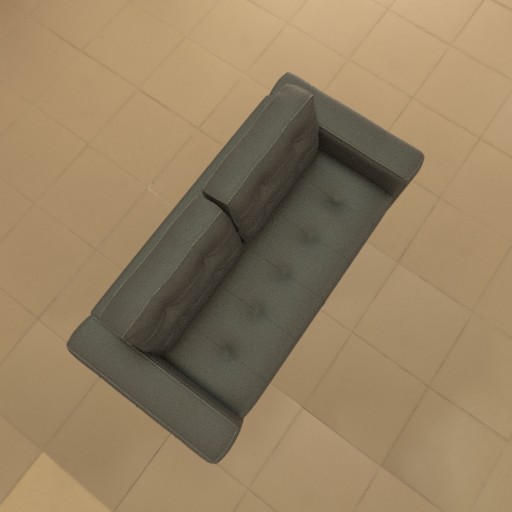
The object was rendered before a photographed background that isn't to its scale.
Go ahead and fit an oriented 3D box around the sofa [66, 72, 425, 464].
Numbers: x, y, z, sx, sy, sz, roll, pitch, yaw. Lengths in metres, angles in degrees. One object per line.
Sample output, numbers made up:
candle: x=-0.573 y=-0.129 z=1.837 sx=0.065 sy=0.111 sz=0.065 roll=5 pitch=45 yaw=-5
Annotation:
sofa: x=0.000 y=0.000 z=2.187 sx=0.833 sy=0.893 sz=1.726 roll=35 pitch=78 yaw=9
